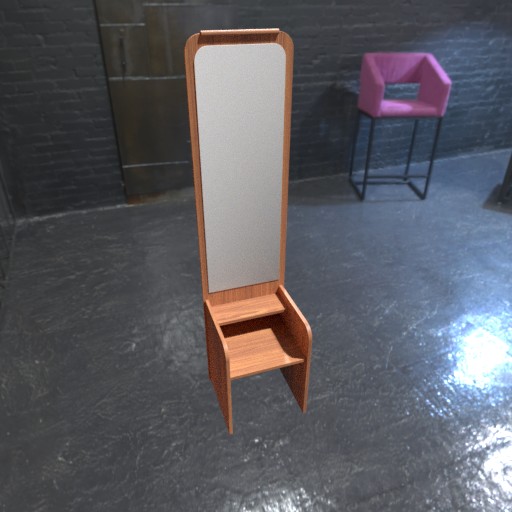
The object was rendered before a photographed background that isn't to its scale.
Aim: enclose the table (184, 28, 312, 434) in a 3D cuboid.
[{"bbox_3d":[0.000,0.000,2.036,0.450,1.830,0.420,-10,33,-16],"label":"table"}]
